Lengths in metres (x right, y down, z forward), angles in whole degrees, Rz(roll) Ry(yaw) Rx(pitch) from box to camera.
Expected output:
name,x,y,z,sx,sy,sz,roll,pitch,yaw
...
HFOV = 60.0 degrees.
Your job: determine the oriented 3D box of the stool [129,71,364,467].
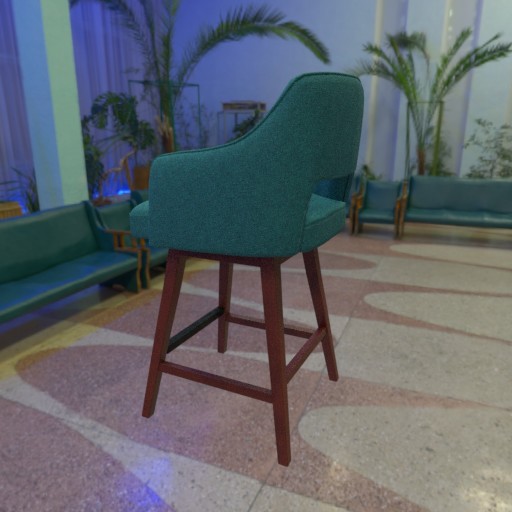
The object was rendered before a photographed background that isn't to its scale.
name,x,y,z,sx,sy,sz,roll,pitch,yaw
stool,0.000,0.000,1.301,0.556,0.961,0.548,8,18,25
